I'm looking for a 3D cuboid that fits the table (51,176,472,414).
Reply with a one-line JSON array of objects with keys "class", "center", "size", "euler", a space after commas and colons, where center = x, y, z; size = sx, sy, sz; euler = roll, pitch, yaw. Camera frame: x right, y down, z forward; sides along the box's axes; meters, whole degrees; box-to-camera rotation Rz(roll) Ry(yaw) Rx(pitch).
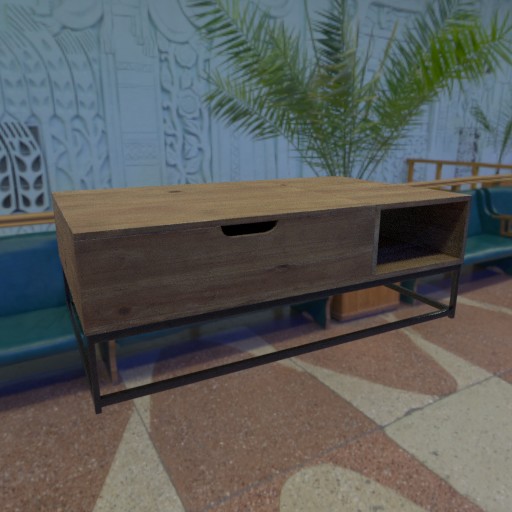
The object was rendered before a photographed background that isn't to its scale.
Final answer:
[{"class": "table", "center": [0.000, 0.000, 1.398], "size": [1.101, 0.395, 0.655], "euler": [-8, 18, -26]}]
